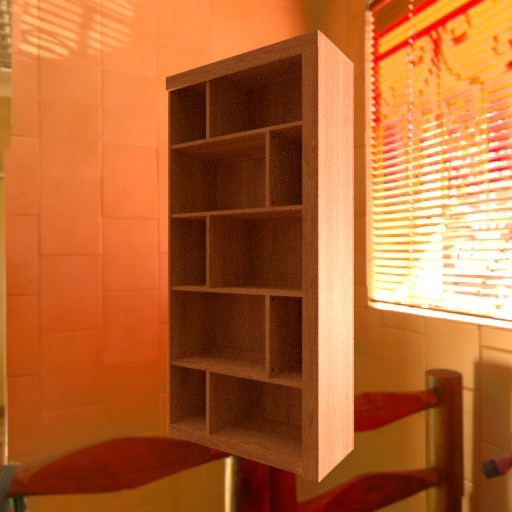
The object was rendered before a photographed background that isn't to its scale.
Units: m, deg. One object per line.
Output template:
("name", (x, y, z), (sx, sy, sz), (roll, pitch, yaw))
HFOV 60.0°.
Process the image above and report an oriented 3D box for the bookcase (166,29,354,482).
("bookcase", (0.000, 0.000, 2.412), (0.950, 2.020, 0.420), (0, 0, 34))
